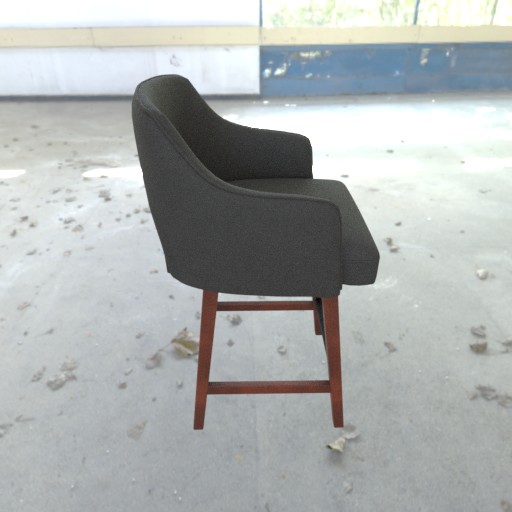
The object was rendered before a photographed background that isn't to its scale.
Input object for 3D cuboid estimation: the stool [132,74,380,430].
[{"bbox_3d":[0.000,0.000,1.236,0.558,0.912,0.548,-1,31,-1],"label":"stool"}]
